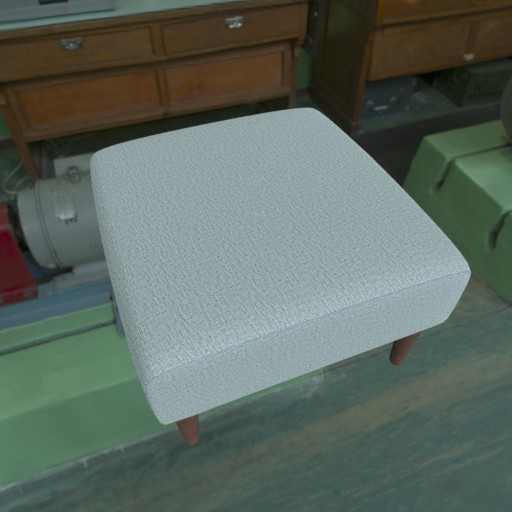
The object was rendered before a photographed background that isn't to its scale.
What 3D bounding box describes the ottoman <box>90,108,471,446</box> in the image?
[{"bbox_3d":[0.000,0.000,1.052,0.649,0.398,0.650,-16,48,-15],"label":"ottoman"}]
